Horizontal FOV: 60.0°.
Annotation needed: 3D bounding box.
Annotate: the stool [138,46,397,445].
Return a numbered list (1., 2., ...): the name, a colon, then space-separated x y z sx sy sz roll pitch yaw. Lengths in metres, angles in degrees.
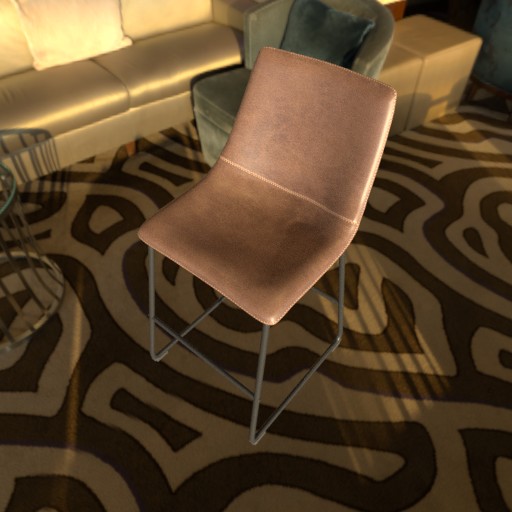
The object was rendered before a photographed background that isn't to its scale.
1. stool: 0.000 0.000 1.218 0.460 0.890 0.550 31 53 27
